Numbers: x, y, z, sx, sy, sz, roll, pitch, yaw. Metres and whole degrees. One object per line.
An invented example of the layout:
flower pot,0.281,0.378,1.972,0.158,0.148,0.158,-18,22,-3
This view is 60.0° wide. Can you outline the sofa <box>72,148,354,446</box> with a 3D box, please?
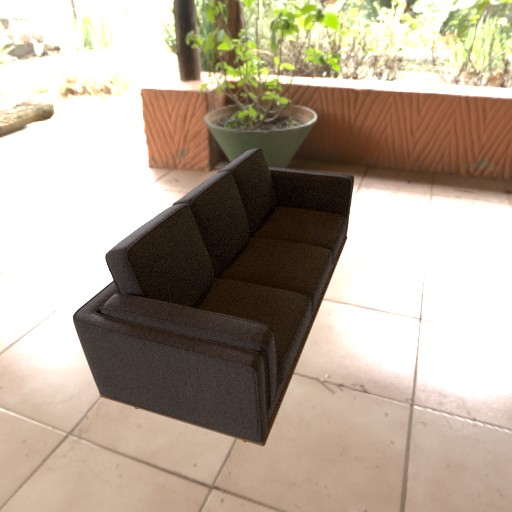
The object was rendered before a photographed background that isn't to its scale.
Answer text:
sofa,0.000,0.000,2.837,0.903,0.899,2.362,10,30,17
